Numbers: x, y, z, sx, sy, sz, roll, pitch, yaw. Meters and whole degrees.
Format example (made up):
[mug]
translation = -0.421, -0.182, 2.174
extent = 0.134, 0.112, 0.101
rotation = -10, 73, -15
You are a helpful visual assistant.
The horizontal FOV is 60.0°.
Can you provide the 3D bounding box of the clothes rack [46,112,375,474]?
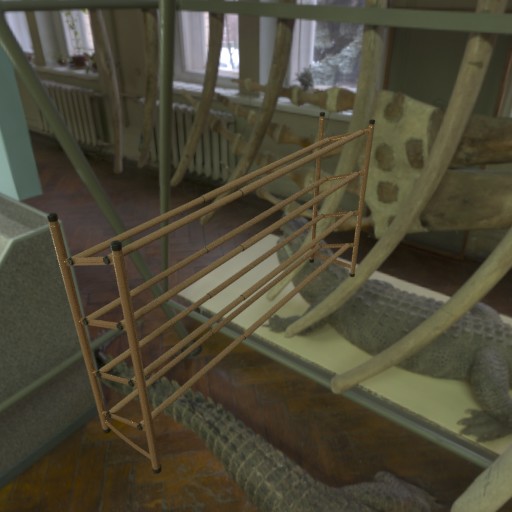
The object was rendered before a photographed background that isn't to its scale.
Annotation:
[clothes rack]
translation = 0.000, 0.000, 1.428
extent = 0.229, 0.672, 1.168
rotation = 20, 36, 31
